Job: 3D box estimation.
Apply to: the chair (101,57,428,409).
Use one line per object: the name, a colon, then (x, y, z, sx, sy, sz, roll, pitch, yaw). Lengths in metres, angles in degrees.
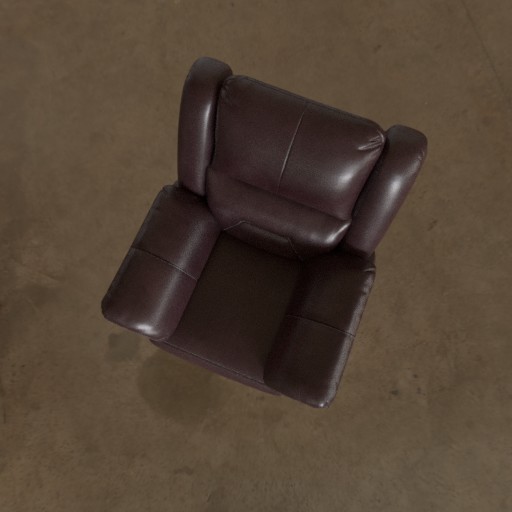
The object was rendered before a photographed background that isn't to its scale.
chair: (0.000, 0.000, 1.886, 0.990, 1.093, 1.041, 21, 77, 5)
